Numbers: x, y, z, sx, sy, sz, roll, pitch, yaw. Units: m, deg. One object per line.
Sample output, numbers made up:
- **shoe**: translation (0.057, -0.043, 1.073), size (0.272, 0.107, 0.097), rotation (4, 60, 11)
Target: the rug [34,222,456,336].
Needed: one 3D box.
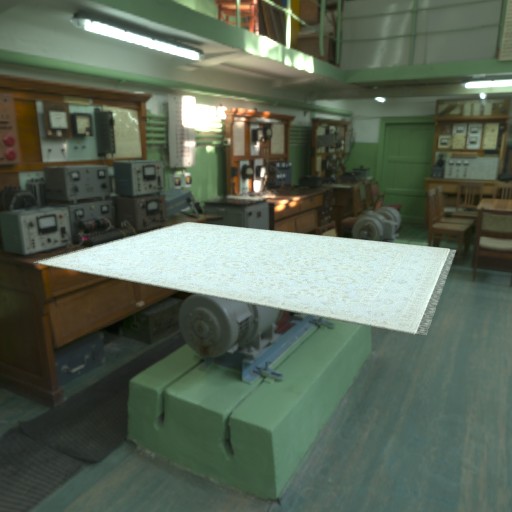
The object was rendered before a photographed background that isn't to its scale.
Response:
- **rug**: translation (0.000, 0.000, 2.814), size (2.233, 0.011, 1.514), rotation (8, 16, 27)
